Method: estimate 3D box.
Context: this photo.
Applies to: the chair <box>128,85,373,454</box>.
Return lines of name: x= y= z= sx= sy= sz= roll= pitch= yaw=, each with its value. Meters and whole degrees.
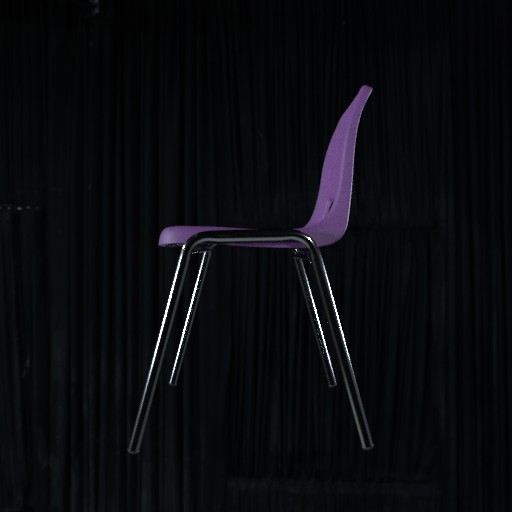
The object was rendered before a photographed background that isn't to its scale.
chair: x=0.000 y=0.000 z=0.918 sx=0.432 sy=0.654 sz=0.381 roll=0 pitch=1 yaw=0
